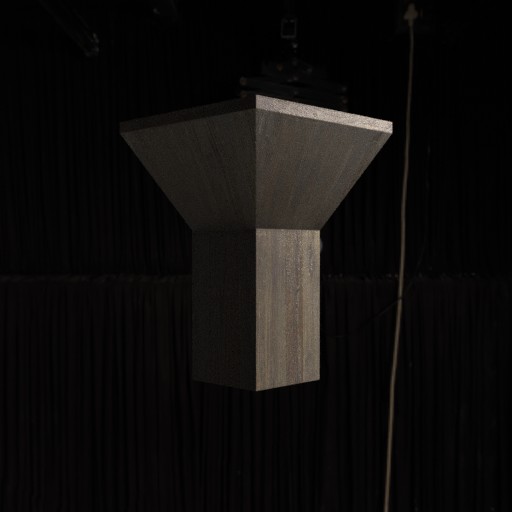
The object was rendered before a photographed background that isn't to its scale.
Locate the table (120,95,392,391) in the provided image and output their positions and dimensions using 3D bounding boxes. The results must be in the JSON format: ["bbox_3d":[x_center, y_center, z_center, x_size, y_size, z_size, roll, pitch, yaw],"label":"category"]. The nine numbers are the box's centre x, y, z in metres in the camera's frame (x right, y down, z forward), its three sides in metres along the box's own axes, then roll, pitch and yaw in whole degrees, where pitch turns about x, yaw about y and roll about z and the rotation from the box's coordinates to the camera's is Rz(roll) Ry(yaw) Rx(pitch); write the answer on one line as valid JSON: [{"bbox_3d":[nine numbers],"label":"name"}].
[{"bbox_3d":[0.000,0.000,1.138,0.592,0.586,0.683,0,1,0],"label":"table"}]
